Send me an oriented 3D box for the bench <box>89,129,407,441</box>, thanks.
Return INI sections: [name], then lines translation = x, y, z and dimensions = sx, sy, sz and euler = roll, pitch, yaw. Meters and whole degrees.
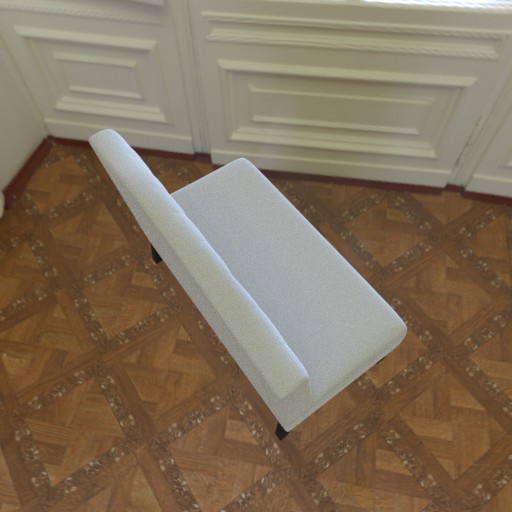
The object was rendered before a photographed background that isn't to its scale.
[bench]
translation = 0.000, 0.000, 2.061
dimensions = 0.815, 1.180, 1.335
euler = -32, 64, -18
